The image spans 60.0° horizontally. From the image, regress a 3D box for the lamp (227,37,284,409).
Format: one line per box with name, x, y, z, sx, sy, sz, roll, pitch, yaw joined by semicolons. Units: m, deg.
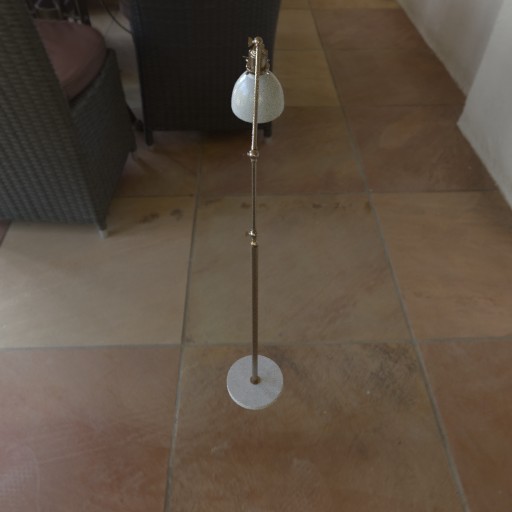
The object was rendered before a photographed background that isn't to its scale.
lamp;0.000;0.000;1.807;0.288;1.586;0.599;1;47;1
